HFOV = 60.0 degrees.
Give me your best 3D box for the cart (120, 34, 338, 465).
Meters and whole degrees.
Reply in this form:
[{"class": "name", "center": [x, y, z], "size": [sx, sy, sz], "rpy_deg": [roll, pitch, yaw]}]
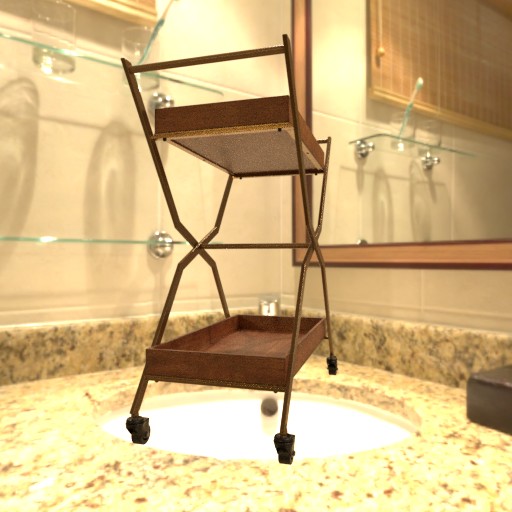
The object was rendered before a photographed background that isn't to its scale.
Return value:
[{"class": "cart", "center": [0.000, 0.000, 1.321], "size": [0.405, 0.869, 0.836], "rpy_deg": [0, 0, 17]}]
